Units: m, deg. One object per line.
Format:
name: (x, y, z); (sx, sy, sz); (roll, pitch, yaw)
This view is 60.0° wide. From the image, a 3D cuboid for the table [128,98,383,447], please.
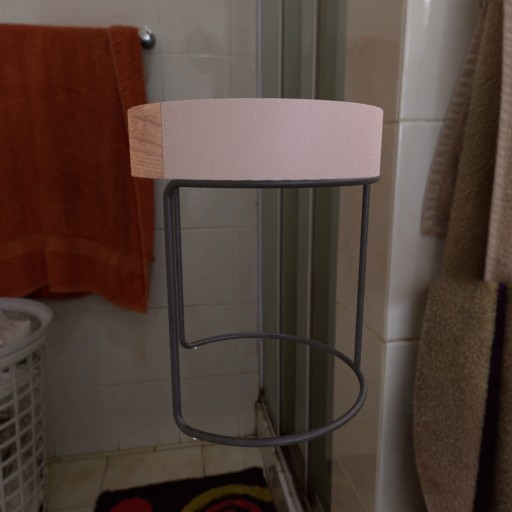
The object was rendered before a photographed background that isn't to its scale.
table: (0.000, 0.000, 0.865); (0.450, 0.530, 0.450); (0, 13, 0)
